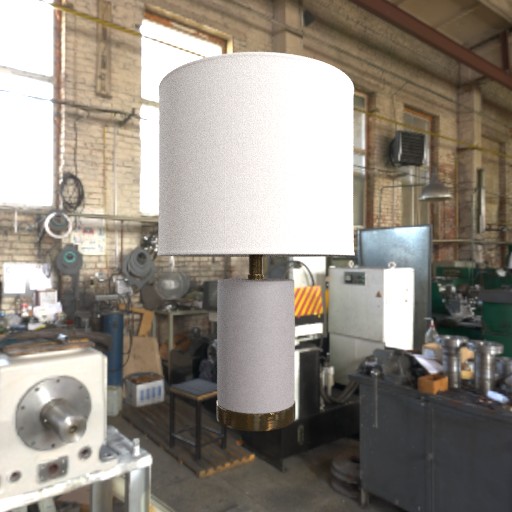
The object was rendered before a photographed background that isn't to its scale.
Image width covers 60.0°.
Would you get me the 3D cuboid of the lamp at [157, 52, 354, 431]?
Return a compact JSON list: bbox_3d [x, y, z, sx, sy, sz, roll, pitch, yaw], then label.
[{"bbox_3d":[0.000,0.000,0.527,0.229,0.380,0.229,0,-1,0],"label":"lamp"}]
